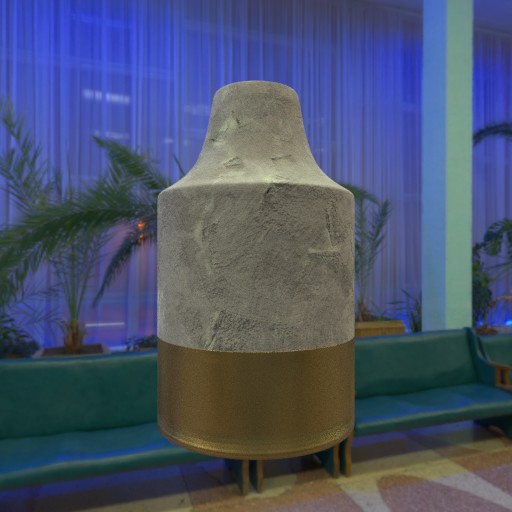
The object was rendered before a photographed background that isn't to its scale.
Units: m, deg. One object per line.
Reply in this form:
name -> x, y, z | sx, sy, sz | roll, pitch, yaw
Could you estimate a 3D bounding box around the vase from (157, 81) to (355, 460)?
vase -> 0.000, 0.000, 0.423 | 0.184, 0.305, 0.184 | 0, 0, 0
